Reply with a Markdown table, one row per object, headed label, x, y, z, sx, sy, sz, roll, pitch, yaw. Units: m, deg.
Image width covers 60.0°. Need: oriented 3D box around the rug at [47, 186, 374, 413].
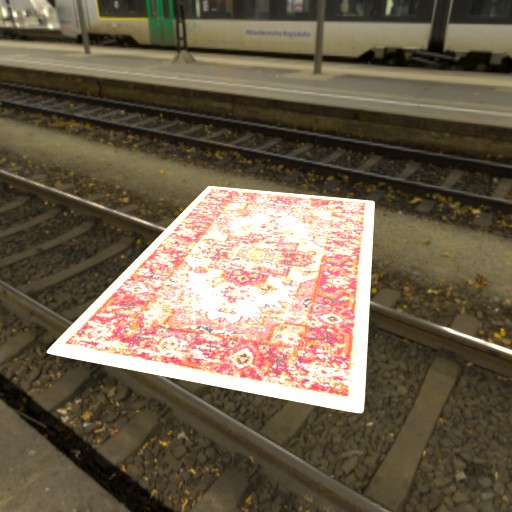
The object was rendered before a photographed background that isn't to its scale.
| label | x | y | z | sx | sy | sz | roll | pitch | yaw |
| --- | --- | --- | --- | --- | --- | --- | --- | --- | --- |
| rug | 0.000 | 0.000 | 1.097 | 0.556 | 0.004 | 0.868 | 7 | 30 | 12 |
